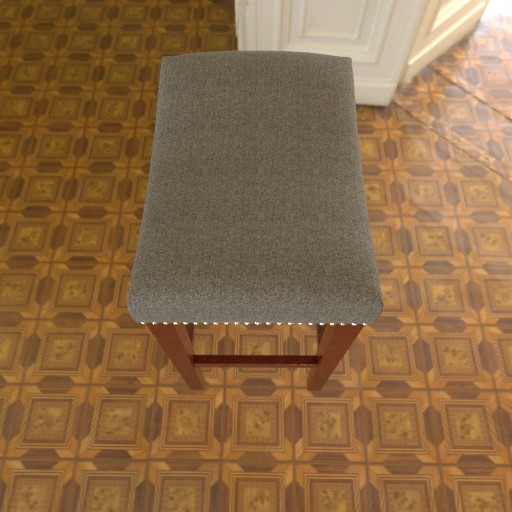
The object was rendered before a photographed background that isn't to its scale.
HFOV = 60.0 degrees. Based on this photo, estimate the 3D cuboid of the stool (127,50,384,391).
[{"bbox_3d":[0.000,0.000,1.023,0.372,0.742,0.504,0,64,0],"label":"stool"}]
